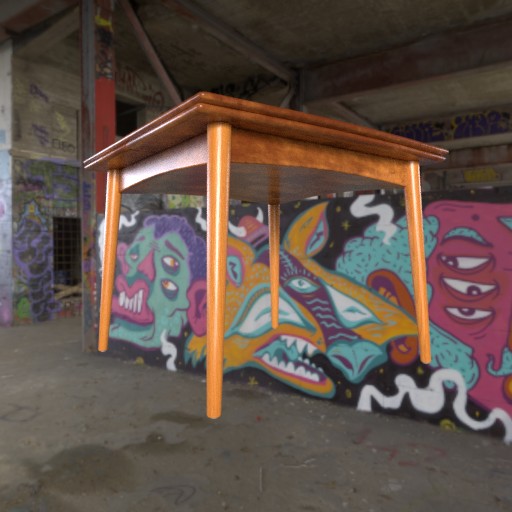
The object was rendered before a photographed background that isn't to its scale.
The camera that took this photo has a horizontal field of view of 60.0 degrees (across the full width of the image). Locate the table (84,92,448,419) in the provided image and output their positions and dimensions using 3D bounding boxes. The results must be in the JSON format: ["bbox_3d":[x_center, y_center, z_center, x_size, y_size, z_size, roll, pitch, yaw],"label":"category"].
[{"bbox_3d":[0.000,0.000,1.652,0.991,0.754,0.991,-1,1,-36],"label":"table"}]
